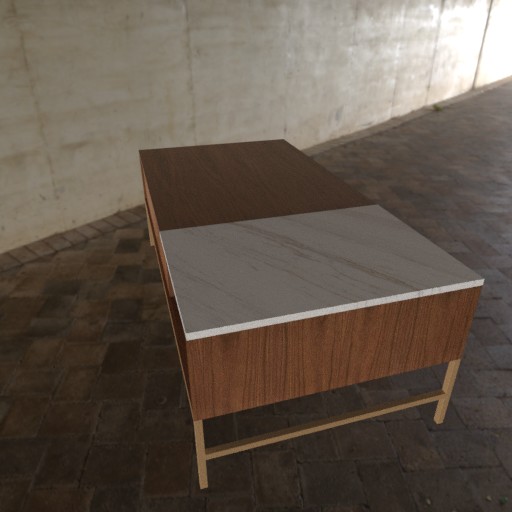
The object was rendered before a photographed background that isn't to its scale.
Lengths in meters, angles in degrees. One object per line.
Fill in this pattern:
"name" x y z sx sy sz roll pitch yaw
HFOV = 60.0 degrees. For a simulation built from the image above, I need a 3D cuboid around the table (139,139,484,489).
"table" 0.000 0.000 1.852 0.789 0.551 1.553 -8 30 -15
